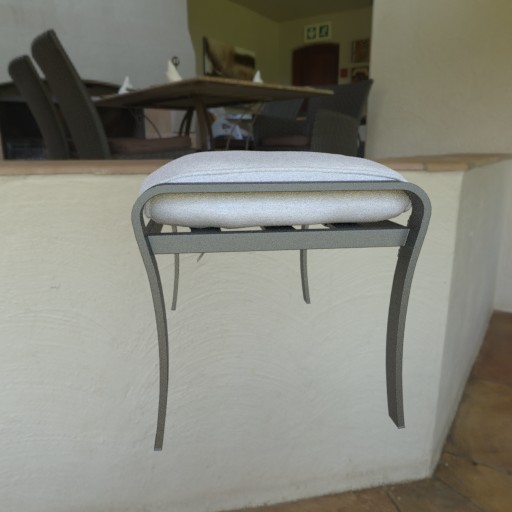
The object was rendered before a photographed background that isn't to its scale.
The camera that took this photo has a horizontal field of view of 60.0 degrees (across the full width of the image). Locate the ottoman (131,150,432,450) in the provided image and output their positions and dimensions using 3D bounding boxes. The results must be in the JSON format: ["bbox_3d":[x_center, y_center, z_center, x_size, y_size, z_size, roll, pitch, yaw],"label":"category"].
[{"bbox_3d":[0.000,0.000,0.911,0.406,0.422,0.610,-2,14,-8],"label":"ottoman"}]
